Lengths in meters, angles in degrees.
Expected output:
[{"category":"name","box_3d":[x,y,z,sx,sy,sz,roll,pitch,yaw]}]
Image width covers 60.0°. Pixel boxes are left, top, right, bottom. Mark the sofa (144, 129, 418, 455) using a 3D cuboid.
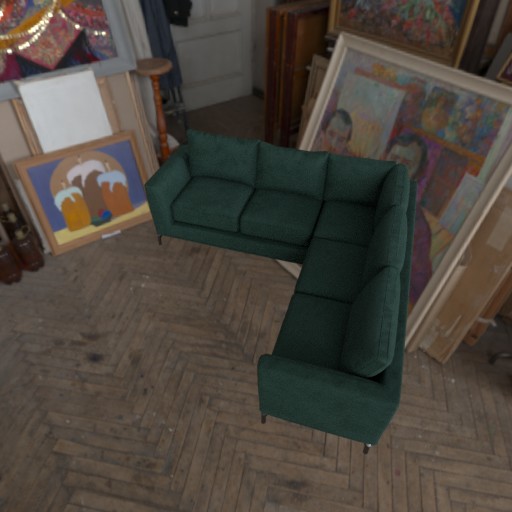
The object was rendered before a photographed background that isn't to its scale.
[{"category":"sofa","box_3d":[0.000,0.000,3.788,2.468,1.004,2.452,12,43,13]}]
